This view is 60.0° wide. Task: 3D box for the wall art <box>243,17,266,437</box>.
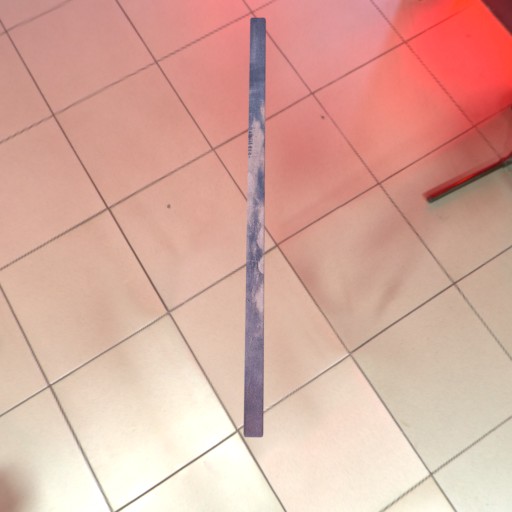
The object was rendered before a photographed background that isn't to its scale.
[{"bbox_3d":[0.000,0.000,1.510,0.040,1.020,1.010,1,76,0],"label":"wall art"}]
